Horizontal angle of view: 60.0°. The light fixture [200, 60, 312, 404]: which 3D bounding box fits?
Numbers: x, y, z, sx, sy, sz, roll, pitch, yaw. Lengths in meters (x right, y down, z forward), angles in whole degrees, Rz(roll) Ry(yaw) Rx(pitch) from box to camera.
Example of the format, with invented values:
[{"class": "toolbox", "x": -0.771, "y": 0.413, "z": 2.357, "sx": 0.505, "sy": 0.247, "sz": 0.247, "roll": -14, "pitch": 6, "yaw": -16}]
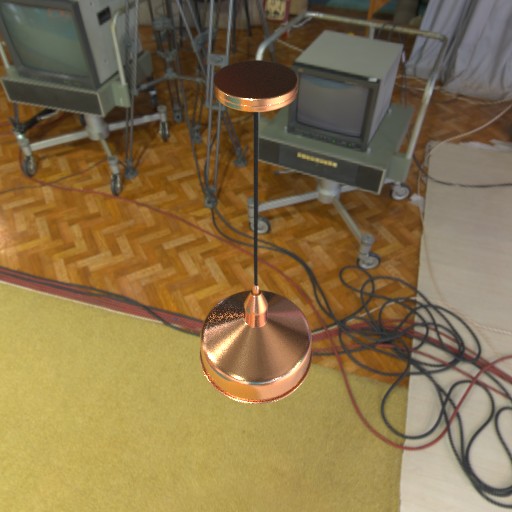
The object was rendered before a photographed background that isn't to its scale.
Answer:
[{"class": "light fixture", "x": 0.000, "y": 0.000, "z": 0.916, "sx": 0.301, "sy": 0.754, "sz": 0.301, "roll": -16, "pitch": 49, "yaw": -14}]
